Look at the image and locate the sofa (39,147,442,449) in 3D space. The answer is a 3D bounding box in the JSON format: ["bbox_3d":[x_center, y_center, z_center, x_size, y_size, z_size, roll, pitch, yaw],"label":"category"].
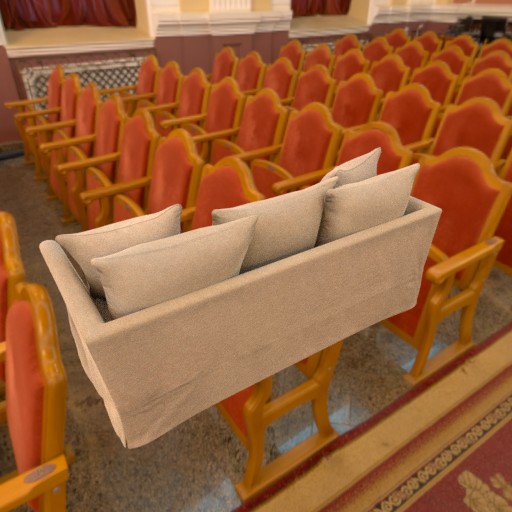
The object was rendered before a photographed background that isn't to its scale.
[{"bbox_3d":[0.000,0.000,2.794,2.290,1.034,1.031,-19,36,-28],"label":"sofa"}]
